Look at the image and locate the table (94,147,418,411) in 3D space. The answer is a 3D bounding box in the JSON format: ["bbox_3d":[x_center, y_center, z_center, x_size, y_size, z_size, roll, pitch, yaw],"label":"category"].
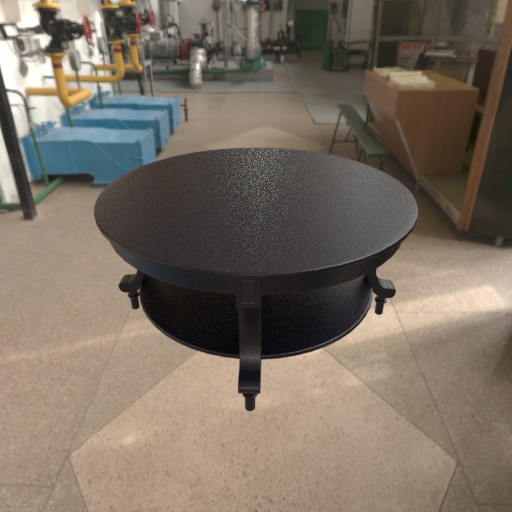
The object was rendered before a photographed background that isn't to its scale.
[{"bbox_3d":[0.000,0.000,1.587,1.029,0.491,1.029,0,30,0],"label":"table"}]
